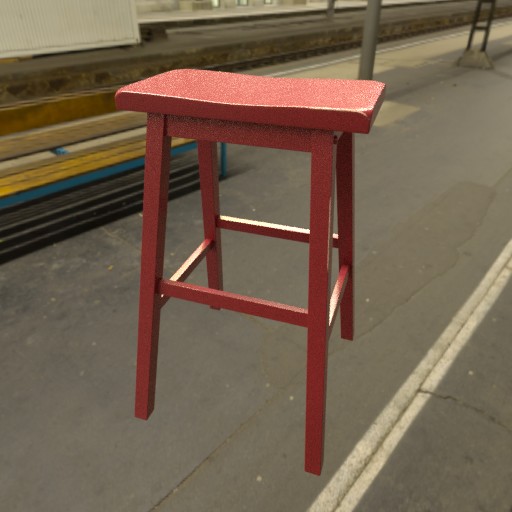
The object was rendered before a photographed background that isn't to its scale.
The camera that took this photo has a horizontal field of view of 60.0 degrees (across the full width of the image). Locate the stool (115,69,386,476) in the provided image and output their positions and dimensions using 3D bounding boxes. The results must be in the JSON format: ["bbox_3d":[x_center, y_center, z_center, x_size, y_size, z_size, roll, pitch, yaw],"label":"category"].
[{"bbox_3d":[0.000,0.000,1.005,0.457,0.737,0.476,11,34,16],"label":"stool"}]
